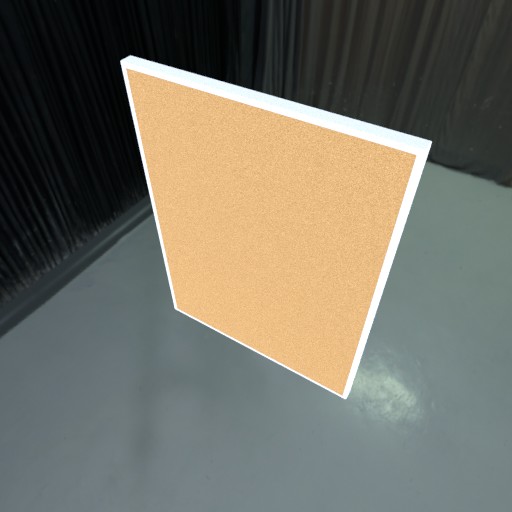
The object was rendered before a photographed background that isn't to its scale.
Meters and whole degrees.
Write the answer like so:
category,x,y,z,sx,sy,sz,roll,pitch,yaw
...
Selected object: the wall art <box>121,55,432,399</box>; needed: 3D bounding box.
category,x,y,z,sx,sy,sz,roll,pitch,yaw
wall art,0.000,0.000,1.603,0.914,1.221,0.046,24,51,21
